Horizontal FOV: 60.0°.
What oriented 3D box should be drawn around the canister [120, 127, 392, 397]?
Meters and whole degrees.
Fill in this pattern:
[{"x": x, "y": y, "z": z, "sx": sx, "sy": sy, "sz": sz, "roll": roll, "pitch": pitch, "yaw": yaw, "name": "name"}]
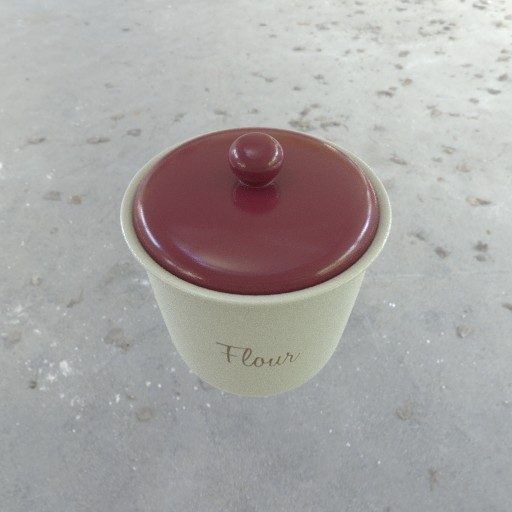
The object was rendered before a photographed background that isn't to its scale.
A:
[{"x": 0.000, "y": 0.000, "z": 0.345, "sx": 0.182, "sy": 0.208, "sz": 0.182, "roll": 0, "pitch": 47, "yaw": 0, "name": "canister"}]
